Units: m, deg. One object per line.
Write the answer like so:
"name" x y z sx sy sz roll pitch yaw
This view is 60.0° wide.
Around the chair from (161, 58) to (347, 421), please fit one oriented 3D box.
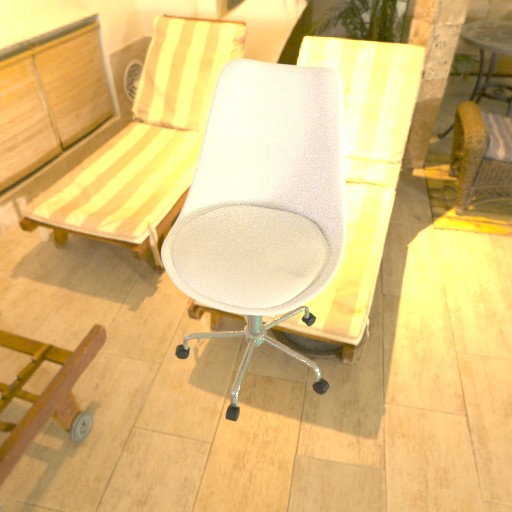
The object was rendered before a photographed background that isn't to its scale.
"chair" 0.000 0.000 1.284 0.550 0.930 0.550 11 42 13
